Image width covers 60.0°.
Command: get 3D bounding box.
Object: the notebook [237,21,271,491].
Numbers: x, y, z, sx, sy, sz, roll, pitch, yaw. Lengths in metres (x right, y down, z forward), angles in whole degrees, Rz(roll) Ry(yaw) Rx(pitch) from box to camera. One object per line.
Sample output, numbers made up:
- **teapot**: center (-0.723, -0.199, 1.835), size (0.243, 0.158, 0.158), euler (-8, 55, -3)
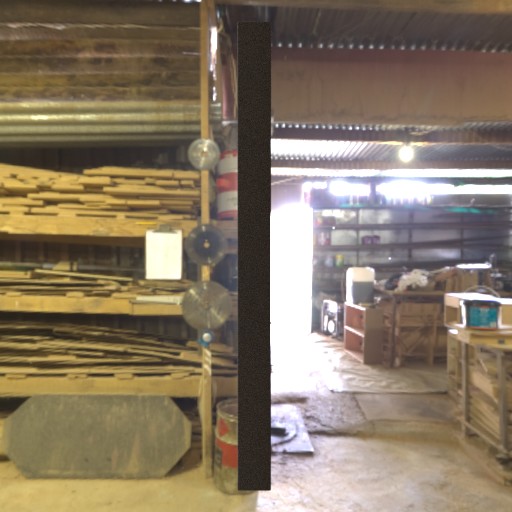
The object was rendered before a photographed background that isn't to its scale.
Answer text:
- **notebook**: center (0.000, 0.000, 0.264), size (0.016, 0.213, 0.127), euler (0, 1, 1)
